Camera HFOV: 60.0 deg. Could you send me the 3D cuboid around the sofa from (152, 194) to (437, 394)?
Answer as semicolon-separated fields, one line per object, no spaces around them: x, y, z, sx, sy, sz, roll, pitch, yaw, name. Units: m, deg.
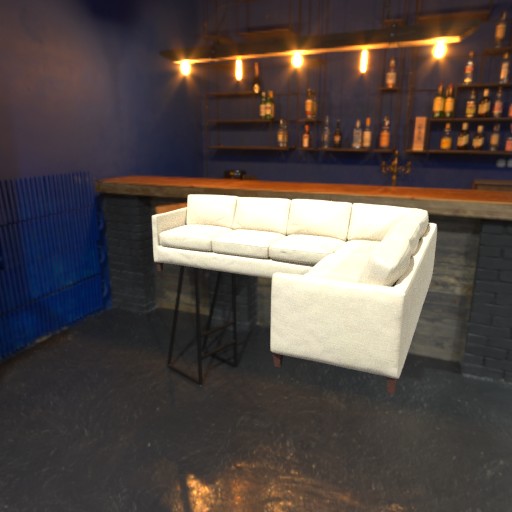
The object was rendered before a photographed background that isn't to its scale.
0.000;0.000;4.586;3.302;0.947;2.593;7;17;25;sofa
